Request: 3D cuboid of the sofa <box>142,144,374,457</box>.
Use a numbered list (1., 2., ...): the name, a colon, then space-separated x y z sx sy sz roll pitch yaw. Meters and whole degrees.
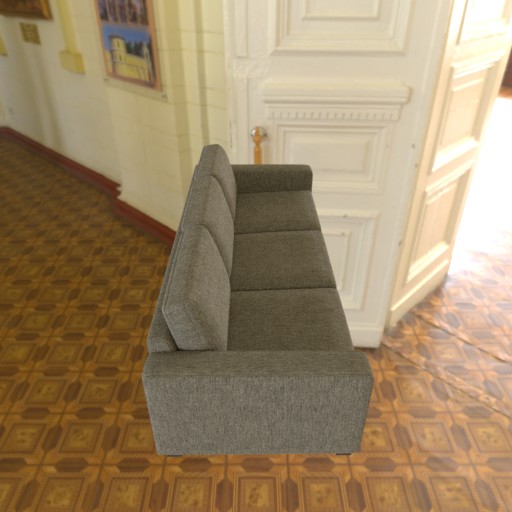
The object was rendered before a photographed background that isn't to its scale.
1. sofa: 0.000 0.000 2.646 0.900 0.800 2.160 0 33 0
